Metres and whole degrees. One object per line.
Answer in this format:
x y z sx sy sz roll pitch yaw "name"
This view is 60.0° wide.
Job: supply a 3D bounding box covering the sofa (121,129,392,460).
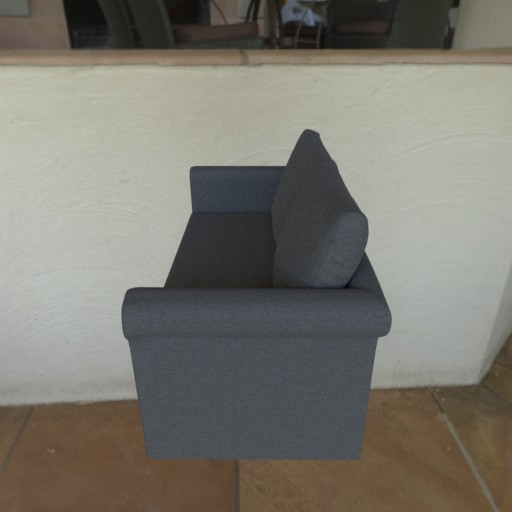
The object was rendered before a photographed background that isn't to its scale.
0.000 0.000 1.920 0.741 0.872 1.460 0 27 0 "sofa"
